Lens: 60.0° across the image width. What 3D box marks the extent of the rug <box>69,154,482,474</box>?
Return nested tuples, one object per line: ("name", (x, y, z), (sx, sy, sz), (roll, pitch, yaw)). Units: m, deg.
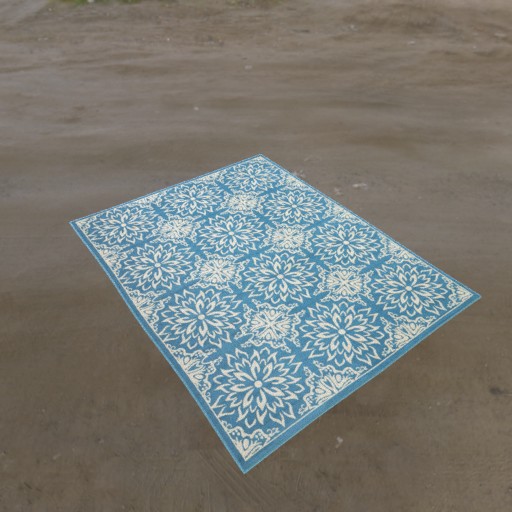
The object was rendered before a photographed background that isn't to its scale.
("rug", (0.000, 0.000, 3.952), (2.350, 0.018, 2.964), (-26, 47, -27))
